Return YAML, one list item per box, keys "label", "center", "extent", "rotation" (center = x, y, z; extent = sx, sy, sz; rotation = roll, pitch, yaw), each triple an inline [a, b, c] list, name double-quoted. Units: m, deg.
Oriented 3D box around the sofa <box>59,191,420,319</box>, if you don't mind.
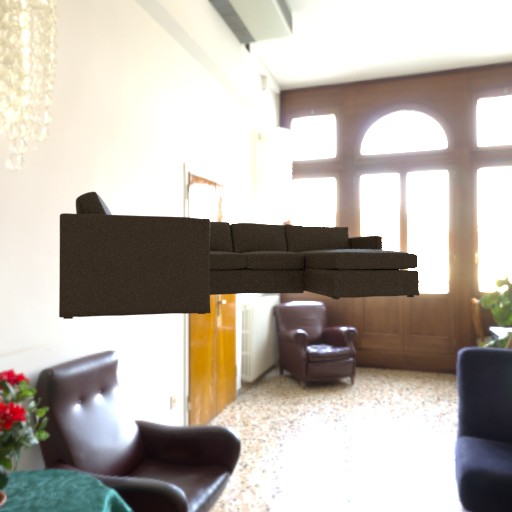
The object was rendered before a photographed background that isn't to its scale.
- label: "sofa"
  center: [0.000, 0.000, 4.560]
  extent: [3.460, 0.882, 2.427]
  rotation: [0, -1, -17]
